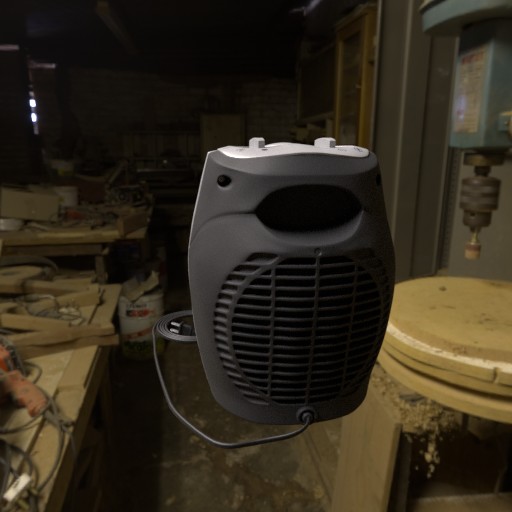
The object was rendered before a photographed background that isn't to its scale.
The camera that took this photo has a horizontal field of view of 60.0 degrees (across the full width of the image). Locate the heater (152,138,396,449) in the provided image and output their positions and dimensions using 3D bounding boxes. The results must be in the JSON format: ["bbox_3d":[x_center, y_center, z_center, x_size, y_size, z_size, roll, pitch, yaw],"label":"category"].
[{"bbox_3d":[0.000,0.000,0.466,0.239,0.240,0.291,-2,15,-9],"label":"heater"}]
